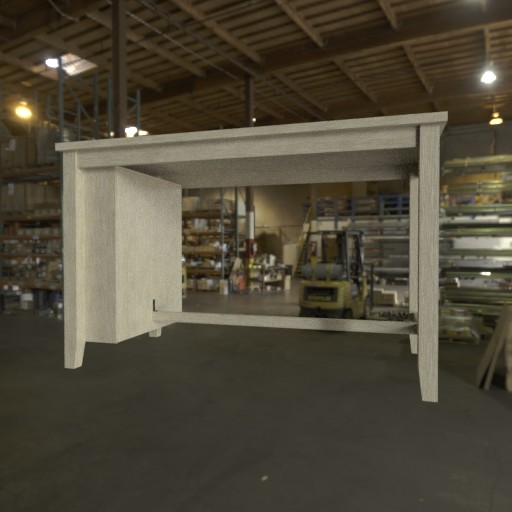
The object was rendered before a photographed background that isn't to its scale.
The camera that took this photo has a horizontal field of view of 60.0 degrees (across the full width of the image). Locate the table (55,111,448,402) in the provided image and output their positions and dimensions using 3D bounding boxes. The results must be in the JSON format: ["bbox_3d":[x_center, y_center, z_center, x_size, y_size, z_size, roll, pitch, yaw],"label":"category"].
[{"bbox_3d":[0.000,0.000,1.865,1.397,0.874,0.729,0,1,17],"label":"table"}]
